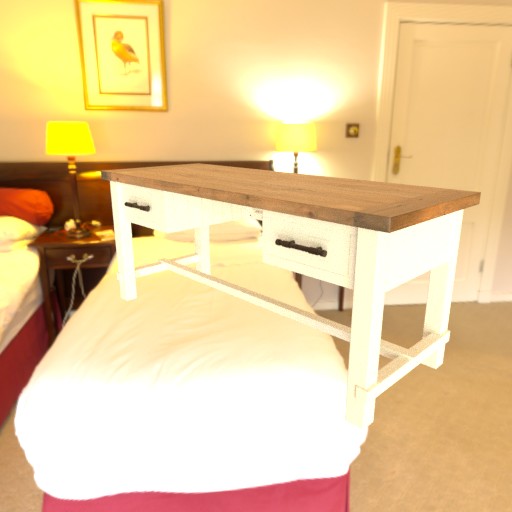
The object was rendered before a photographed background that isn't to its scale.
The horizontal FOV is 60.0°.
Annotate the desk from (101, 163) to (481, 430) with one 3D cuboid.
[{"bbox_3d":[0.000,0.000,2.224,0.688,0.762,1.803,-16,23,-42],"label":"desk"}]
